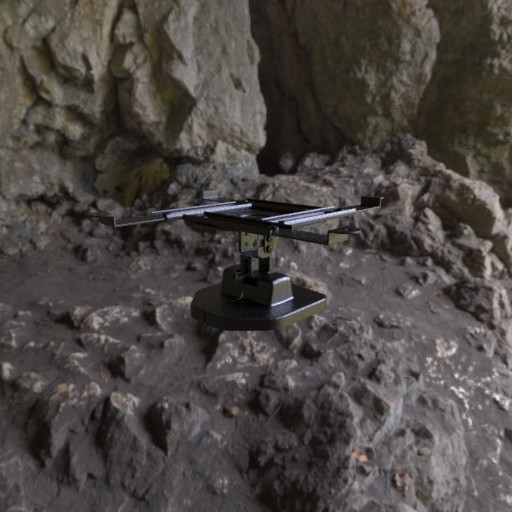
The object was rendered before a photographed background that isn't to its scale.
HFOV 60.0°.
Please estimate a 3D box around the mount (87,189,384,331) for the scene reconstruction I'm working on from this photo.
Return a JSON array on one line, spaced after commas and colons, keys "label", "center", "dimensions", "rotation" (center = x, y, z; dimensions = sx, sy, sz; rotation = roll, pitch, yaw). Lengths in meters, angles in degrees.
[{"label": "mount", "center": [0.000, 0.000, 0.602], "dimensions": [0.394, 0.141, 0.394], "rotation": [13, 19, 42]}]
